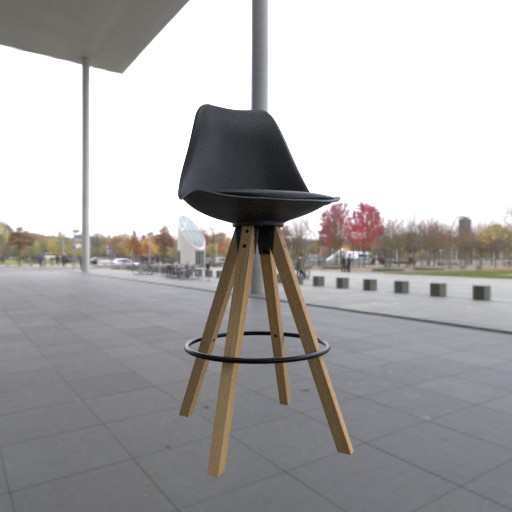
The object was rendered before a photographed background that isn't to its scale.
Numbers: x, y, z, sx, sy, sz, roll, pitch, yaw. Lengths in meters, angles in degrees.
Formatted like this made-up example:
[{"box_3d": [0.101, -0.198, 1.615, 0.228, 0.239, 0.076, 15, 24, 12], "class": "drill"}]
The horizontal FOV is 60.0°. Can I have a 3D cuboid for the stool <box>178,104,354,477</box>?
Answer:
[{"box_3d": [0.000, 0.000, 1.422, 0.485, 1.115, 0.550, 0, 0, -19], "class": "stool"}]
